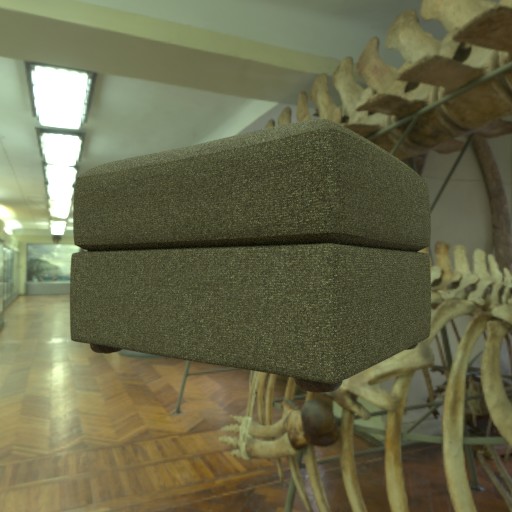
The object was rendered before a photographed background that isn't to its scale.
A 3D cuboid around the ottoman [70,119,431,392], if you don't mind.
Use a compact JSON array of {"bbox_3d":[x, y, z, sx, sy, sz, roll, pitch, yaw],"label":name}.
[{"bbox_3d":[0.000,0.000,1.115,0.742,0.476,0.598,-1,-2,35],"label":"ottoman"}]
